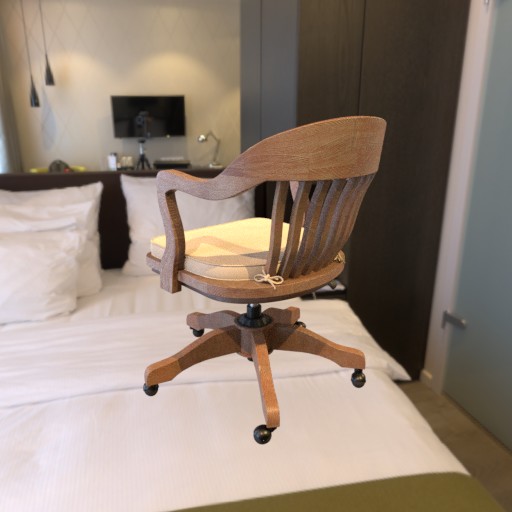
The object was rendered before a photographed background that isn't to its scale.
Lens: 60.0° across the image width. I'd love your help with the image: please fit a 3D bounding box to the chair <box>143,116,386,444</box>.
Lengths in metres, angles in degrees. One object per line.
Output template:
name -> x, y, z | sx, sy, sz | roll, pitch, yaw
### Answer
chair -> 0.000, 0.000, 1.469 | 0.750, 0.878, 0.788 | -16, 23, -42
